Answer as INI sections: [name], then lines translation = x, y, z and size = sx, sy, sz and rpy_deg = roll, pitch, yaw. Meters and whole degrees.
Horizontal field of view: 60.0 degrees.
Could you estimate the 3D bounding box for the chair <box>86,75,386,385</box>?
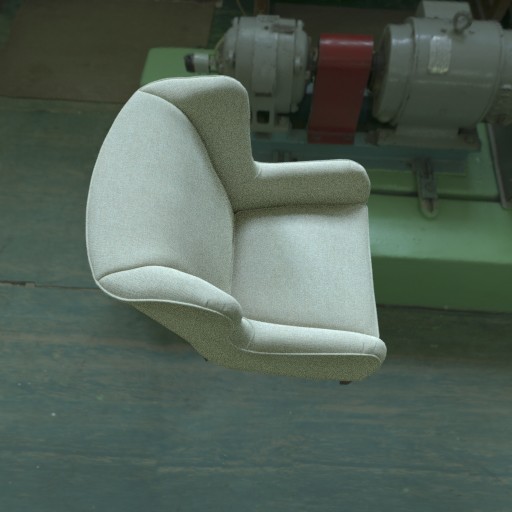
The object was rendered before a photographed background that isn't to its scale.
[chair]
translation = 0.000, 0.000, 1.730
size = 0.966, 1.040, 0.838
rpy_deg = 2, 63, 1
